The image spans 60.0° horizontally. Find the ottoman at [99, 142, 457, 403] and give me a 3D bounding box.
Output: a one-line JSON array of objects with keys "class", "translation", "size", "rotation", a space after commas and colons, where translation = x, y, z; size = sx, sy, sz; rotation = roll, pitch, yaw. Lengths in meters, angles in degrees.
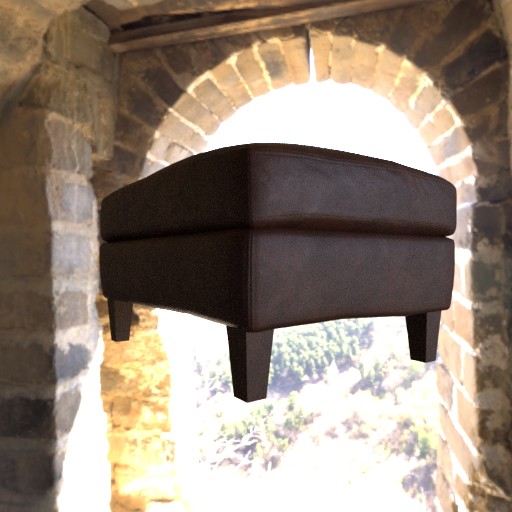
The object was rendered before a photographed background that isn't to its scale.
[{"class": "ottoman", "translation": [0.000, 0.000, 1.255], "size": [0.659, 0.527, 0.887], "rotation": [0, -1, -36]}]
